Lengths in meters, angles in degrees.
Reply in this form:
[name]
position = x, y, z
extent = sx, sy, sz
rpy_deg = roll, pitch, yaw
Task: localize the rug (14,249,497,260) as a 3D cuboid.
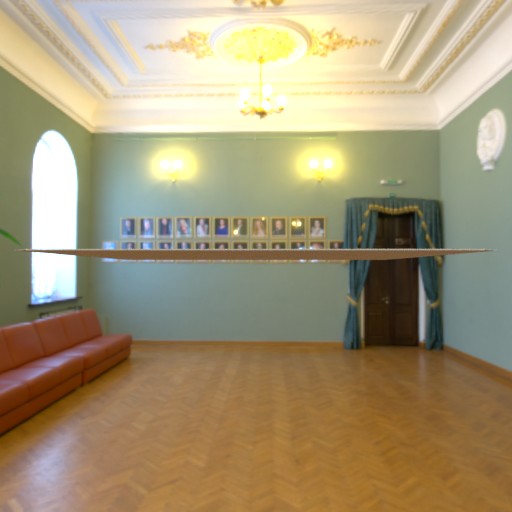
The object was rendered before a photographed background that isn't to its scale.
[rug]
position = 0.000, 0.000, 3.811
extent = 2.940, 0.013, 2.312
rpy_deg = 0, -2, 0
